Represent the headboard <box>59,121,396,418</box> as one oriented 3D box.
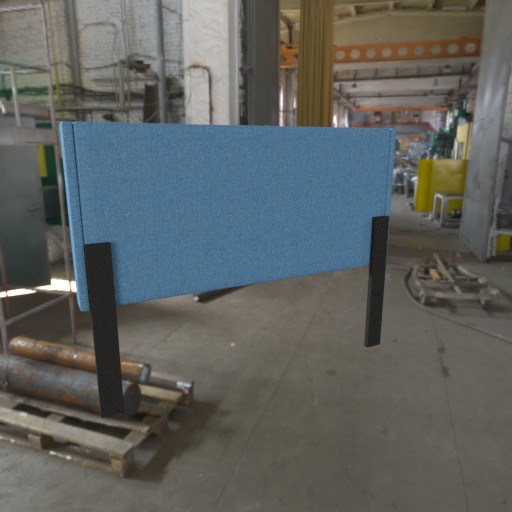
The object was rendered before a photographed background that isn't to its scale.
[{"bbox_3d":[0.000,0.000,2.705,2.051,1.524,0.184,-7,16,-27],"label":"headboard"}]
